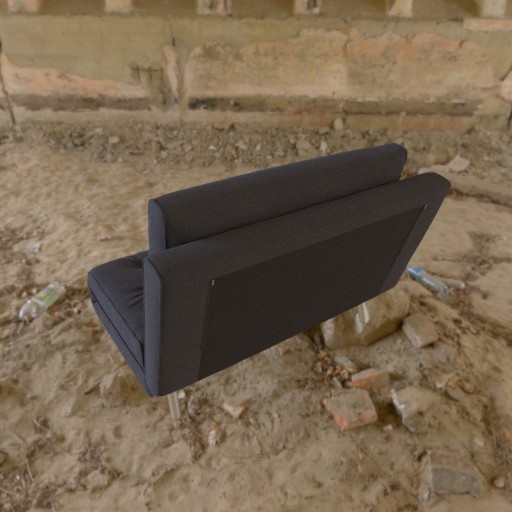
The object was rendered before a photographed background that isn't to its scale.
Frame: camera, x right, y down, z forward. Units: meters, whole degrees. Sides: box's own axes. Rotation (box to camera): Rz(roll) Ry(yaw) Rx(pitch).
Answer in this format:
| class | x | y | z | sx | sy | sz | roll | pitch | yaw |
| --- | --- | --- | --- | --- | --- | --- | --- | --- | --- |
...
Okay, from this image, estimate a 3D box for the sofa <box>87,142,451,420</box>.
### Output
| class | x | y | z | sx | sy | sz | roll | pitch | yaw |
| --- | --- | --- | --- | --- | --- | --- | --- | --- | --- |
| sofa | 0.000 | 0.000 | 1.874 | 1.220 | 0.910 | 0.910 | -19 | 35 | -30 |
